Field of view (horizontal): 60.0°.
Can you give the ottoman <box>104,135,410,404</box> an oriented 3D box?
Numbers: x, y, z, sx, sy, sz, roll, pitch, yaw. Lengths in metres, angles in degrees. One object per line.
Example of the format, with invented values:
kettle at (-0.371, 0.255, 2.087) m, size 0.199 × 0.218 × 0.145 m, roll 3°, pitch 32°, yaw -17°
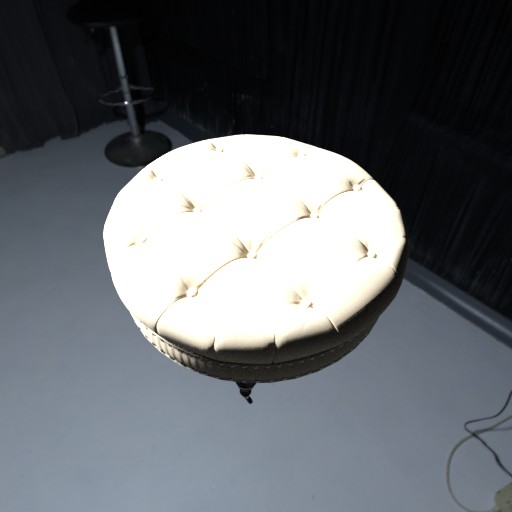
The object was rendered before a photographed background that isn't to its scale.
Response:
ottoman at (0.000, 0.000, 1.432) m, size 0.901 × 0.439 × 0.901 m, roll 0°, pitch 47°, yaw 0°
